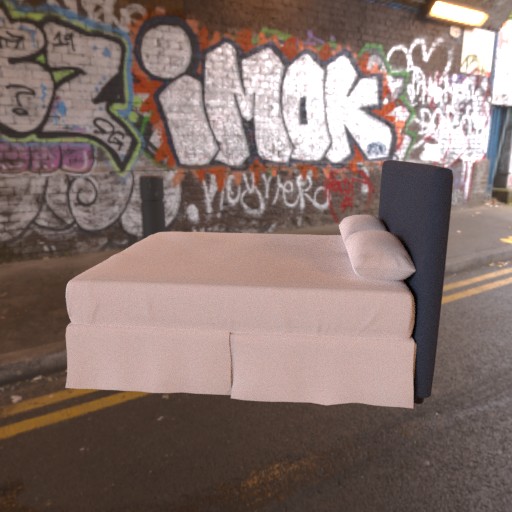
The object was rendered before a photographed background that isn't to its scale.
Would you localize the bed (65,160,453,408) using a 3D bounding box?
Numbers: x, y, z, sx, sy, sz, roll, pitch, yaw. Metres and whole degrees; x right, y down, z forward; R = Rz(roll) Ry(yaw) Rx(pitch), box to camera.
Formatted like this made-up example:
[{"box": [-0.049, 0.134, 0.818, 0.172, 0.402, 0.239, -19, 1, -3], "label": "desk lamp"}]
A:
[{"box": [0.000, 0.000, 3.189, 2.162, 1.330, 1.713, 2, 14, 7], "label": "bed"}]
